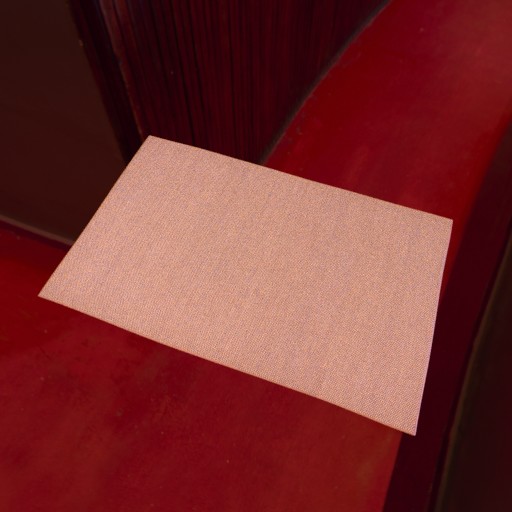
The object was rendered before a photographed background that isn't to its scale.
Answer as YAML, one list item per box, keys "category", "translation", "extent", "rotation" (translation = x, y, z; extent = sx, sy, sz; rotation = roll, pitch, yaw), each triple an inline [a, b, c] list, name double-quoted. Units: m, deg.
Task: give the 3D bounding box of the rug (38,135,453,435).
- category: "rug"
  translation: [0.000, 0.000, 2.077]
  extent: [1.678, 0.013, 1.078]
  rotation: [18, 60, 10]
